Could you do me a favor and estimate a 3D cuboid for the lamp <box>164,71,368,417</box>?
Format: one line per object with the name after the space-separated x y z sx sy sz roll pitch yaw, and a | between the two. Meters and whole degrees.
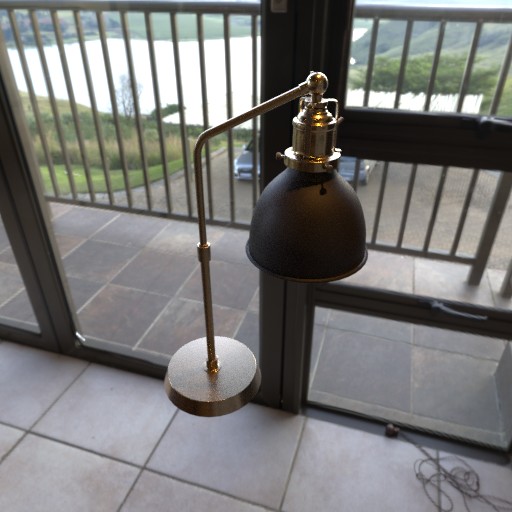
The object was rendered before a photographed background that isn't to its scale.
0.000 0.000 0.589 0.291 0.456 0.160 0 32 -1 | lamp
